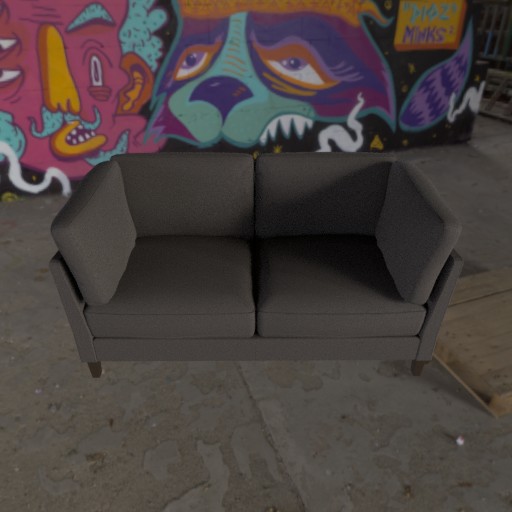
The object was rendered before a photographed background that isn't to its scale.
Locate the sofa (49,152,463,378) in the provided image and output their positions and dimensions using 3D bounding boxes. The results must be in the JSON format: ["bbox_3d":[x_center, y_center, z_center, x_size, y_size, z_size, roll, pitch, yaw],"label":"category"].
[{"bbox_3d":[0.000,0.000,2.352,1.751,0.920,0.969,0,30,0],"label":"sofa"}]
